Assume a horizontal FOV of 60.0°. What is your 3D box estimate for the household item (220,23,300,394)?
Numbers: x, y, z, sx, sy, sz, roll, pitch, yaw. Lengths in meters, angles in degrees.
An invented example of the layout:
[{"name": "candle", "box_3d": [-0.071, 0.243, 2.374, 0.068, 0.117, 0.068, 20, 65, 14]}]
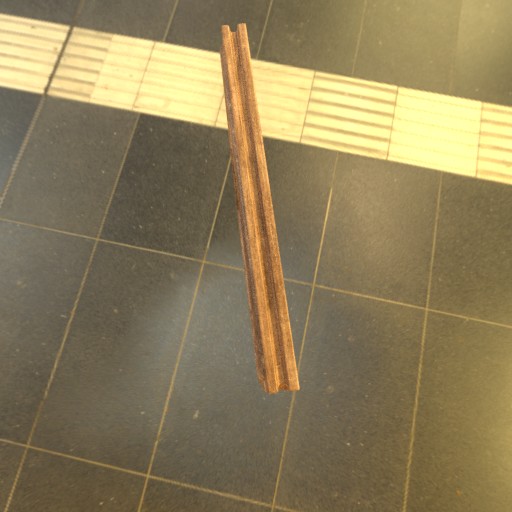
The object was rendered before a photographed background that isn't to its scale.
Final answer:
[{"name": "household item", "box_3d": [0.000, 0.000, 0.320, 0.018, 0.237, 0.186, -7, 74, -2]}]
